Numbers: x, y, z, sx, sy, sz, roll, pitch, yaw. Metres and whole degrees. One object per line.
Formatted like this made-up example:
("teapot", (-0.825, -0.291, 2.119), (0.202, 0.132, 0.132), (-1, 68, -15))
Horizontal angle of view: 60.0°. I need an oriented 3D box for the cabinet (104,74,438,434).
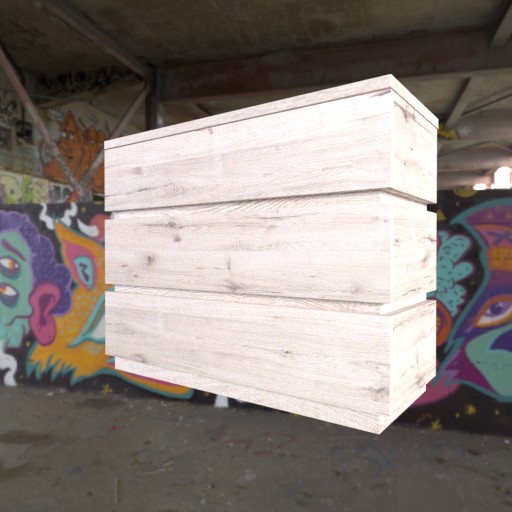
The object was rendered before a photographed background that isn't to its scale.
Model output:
("cabinet", (0.000, 0.000, 1.463), (1.040, 0.820, 0.420), (1, 1, 36))
